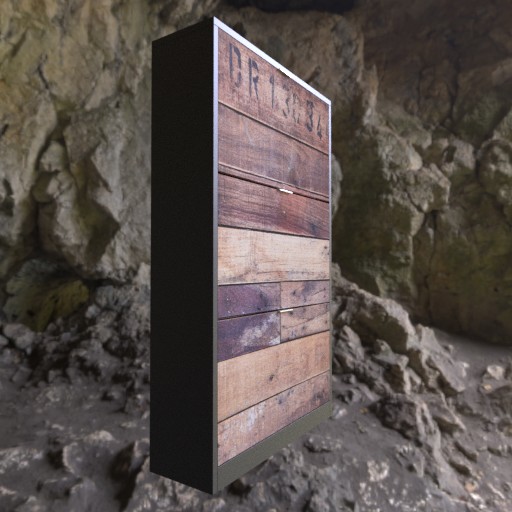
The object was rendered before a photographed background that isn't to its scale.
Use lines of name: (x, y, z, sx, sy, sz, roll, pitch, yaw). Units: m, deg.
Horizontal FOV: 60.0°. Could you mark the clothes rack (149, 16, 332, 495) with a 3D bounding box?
clothes rack: (0.000, 0.000, 1.558, 0.250, 1.280, 0.750, -1, -1, 34)
